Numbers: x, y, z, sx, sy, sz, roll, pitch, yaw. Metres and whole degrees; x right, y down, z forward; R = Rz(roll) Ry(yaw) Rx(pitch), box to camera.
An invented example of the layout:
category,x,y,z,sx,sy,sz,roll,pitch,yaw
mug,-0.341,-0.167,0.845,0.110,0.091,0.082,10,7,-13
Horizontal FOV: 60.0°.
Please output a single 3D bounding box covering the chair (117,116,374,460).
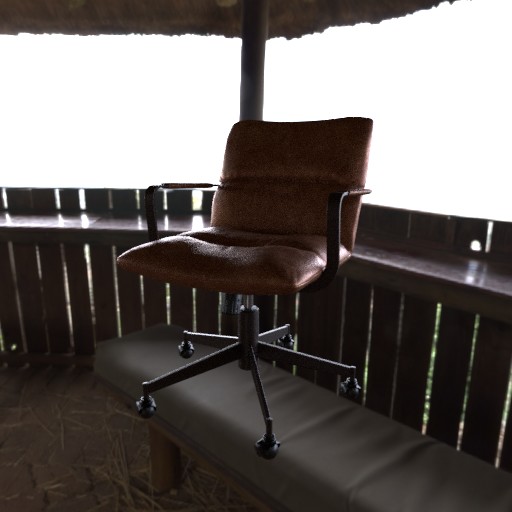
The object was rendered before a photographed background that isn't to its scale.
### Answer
category,x,y,z,sx,sy,sz,roll,pitch,yaw
chair,0.000,0.000,1.475,0.727,0.922,0.754,6,15,26
